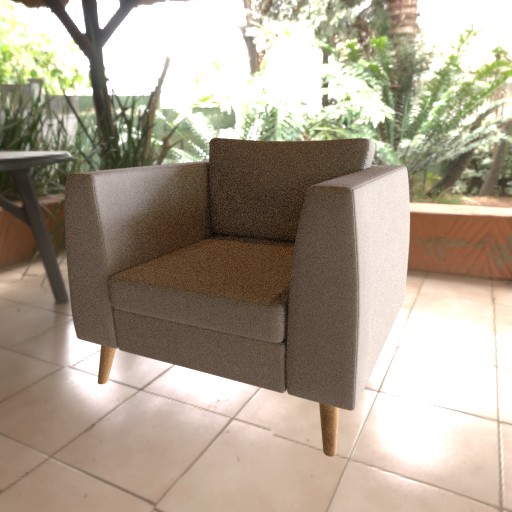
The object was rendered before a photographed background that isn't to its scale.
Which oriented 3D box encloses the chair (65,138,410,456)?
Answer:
[{"bbox_3d":[0.000,0.000,1.675,1.000,0.860,0.930,7,17,25],"label":"chair"}]
